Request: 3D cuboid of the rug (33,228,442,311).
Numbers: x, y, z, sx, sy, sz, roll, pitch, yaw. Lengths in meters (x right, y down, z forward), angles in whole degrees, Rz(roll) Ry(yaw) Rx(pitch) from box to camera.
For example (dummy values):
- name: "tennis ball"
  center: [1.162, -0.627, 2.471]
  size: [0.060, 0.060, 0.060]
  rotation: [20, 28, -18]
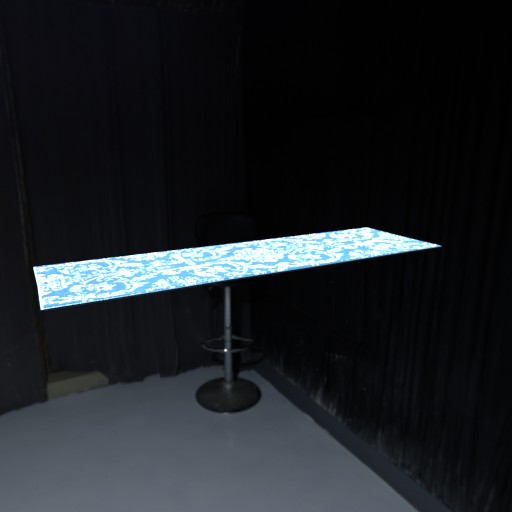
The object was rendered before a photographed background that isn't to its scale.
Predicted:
- name: "rug"
  center: [0.000, 0.000, 2.458]
  size: [2.196, 0.011, 0.662]
  rotation: [-8, 17, -27]
